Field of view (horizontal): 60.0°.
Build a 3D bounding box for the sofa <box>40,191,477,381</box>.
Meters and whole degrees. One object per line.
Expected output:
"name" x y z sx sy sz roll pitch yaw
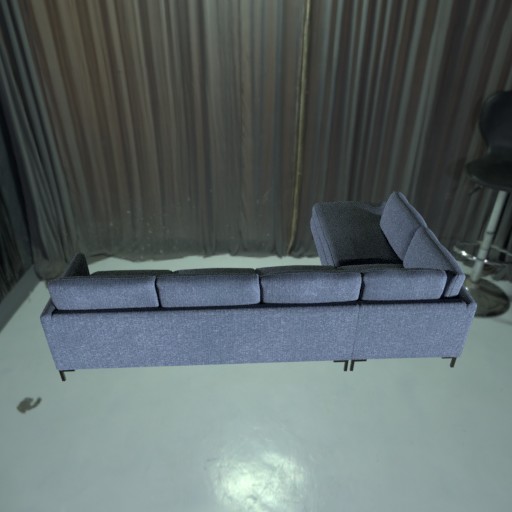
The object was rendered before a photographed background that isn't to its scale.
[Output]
"sofa" 0.000 0.000 3.852 2.949 0.815 2.007 -1 32 -2
